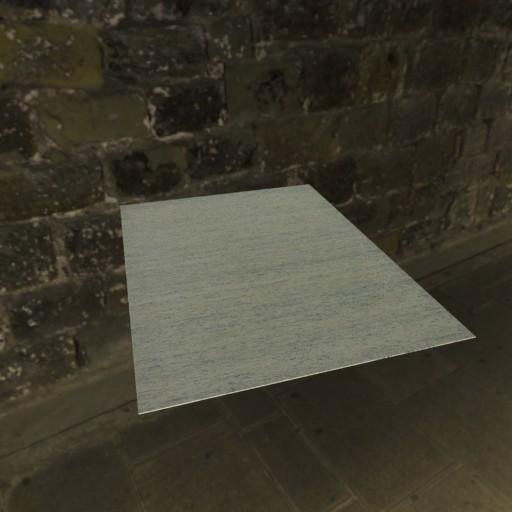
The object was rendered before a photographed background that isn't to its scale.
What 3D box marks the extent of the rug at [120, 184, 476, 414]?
[{"bbox_3d":[0.000,0.000,4.299,2.438,0.006,3.197,-9,32,-14],"label":"rug"}]
